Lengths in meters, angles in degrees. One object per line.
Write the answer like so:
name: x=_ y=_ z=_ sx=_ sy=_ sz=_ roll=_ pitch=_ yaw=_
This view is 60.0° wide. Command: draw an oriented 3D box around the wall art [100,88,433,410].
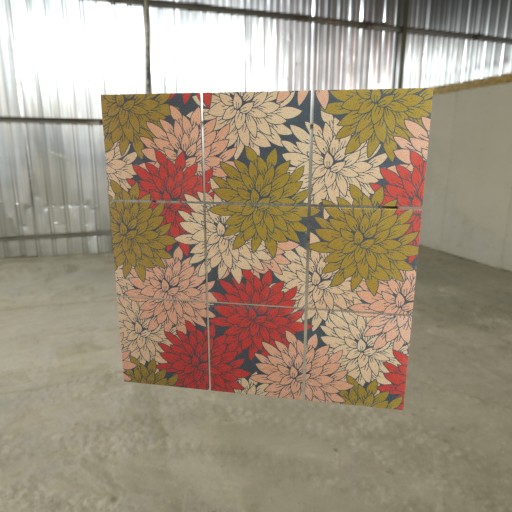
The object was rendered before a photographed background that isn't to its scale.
wall art: x=0.000 y=0.000 z=1.307 sx=0.904 sy=0.913 sz=0.013 roll=3 pitch=15 yaw=10
